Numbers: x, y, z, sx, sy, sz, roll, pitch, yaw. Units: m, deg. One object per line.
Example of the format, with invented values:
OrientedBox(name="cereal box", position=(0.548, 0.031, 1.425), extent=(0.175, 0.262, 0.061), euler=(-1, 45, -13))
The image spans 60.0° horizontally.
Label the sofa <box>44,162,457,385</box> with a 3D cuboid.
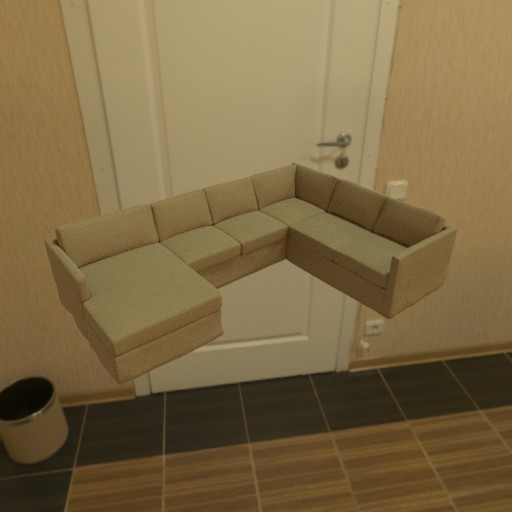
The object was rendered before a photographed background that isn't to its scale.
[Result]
OrientedBox(name="sofa", position=(0.000, 0.000, 4.636), extent=(3.528, 0.878, 2.476), euler=(-22, 36, -32))
